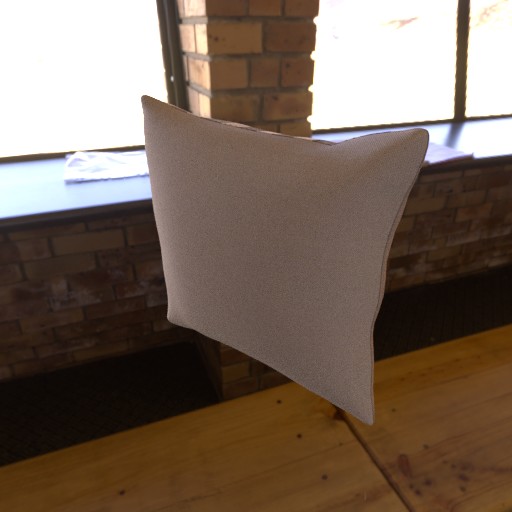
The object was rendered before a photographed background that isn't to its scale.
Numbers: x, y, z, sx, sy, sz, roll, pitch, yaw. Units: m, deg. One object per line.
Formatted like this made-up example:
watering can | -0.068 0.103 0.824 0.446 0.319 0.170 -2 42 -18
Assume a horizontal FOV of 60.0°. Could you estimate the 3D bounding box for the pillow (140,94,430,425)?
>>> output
pillow | 0.000 0.000 0.623 0.416 0.401 0.173 19 33 32
